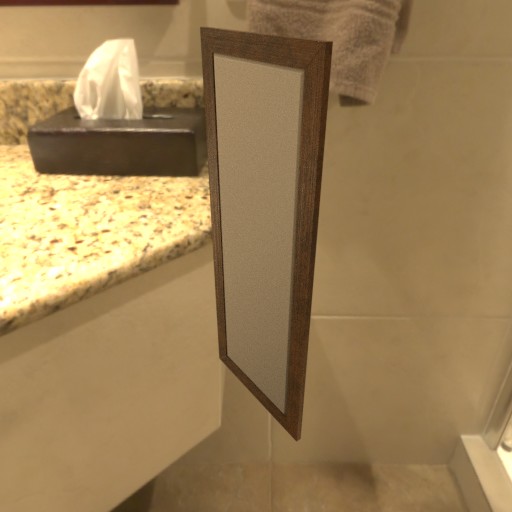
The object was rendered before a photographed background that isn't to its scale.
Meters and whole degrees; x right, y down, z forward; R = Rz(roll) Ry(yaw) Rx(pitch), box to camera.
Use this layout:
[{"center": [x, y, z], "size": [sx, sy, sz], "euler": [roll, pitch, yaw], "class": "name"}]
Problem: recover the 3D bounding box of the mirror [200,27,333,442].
[{"center": [0.000, 0.000, 2.254], "size": [0.032, 2.031, 0.812], "euler": [-21, 37, -30], "class": "mirror"}]
